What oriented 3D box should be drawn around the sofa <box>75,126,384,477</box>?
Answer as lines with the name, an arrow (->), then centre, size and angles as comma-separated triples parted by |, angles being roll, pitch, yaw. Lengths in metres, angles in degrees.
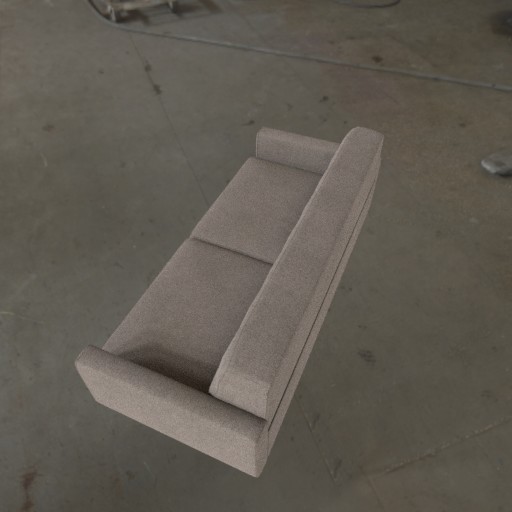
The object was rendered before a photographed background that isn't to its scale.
sofa -> 0.000, 0.000, 2.499 | 0.909, 0.841, 2.029 | 18, 50, 16
